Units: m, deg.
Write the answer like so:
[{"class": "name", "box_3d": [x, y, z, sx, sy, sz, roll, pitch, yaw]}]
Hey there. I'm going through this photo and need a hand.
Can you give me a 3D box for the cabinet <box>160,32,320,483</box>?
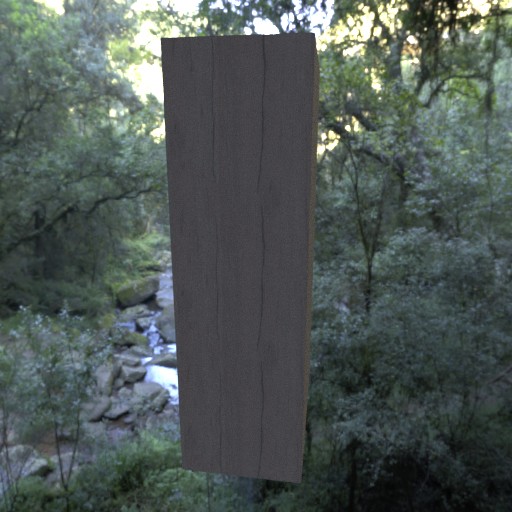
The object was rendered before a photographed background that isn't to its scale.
[{"class": "cabinet", "box_3d": [0.000, 0.000, 2.336, 0.580, 1.930, 0.980, 2, 15, 9]}]
